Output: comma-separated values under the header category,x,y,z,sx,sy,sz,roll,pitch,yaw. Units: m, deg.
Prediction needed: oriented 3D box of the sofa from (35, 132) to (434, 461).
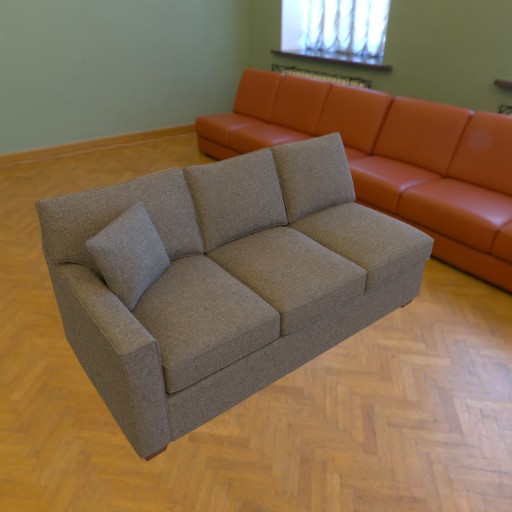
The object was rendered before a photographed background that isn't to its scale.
category,x,y,z,sx,sy,sz,roll,pitch,yaw
sofa,0.000,0.000,2.471,1.963,0.946,1.034,-21,36,-32
